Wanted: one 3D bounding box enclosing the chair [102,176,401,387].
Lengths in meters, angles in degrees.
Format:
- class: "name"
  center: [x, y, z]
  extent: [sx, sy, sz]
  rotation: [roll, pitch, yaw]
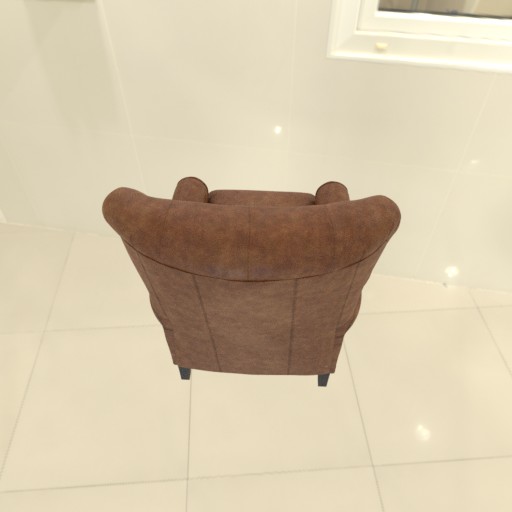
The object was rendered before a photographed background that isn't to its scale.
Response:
- class: "chair"
  center: [0.000, 0.000, 1.928]
  extent: [0.951, 1.164, 1.059]
  rotation: [2, 47, 2]
